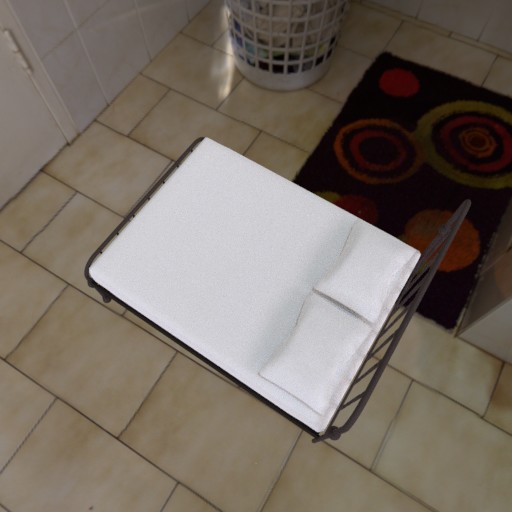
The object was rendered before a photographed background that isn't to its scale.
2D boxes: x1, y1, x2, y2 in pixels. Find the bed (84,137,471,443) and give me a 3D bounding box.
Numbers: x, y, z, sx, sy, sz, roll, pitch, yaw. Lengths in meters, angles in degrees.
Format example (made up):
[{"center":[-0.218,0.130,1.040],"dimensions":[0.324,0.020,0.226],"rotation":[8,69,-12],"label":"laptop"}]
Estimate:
[{"center":[0.000,0.000,3.212],"dimensions":[2.134,1.446,1.616],"rotation":[31,69,13],"label":"bed"}]
